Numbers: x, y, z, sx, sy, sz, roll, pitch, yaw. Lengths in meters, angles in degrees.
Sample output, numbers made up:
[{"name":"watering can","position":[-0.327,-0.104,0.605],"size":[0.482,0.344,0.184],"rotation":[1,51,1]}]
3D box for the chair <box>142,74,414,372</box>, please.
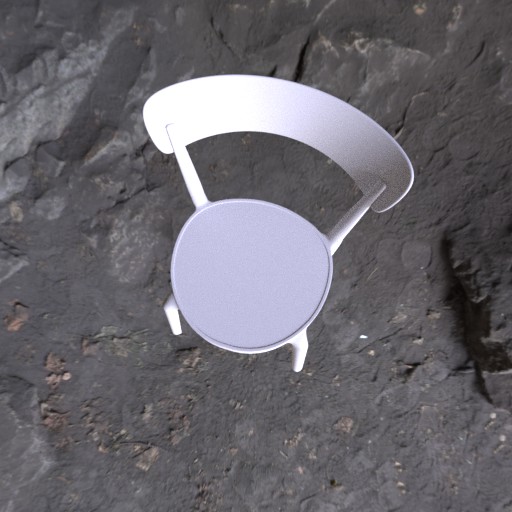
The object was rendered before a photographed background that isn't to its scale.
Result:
[{"name":"chair","position":[0.000,0.000,1.138],"size":[0.506,0.790,0.491],"rotation":[16,77,4]}]
